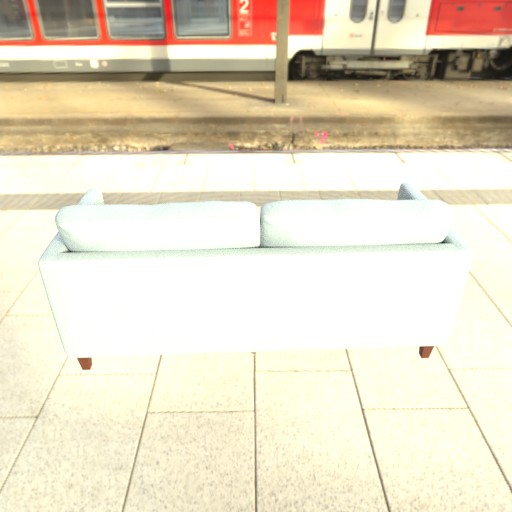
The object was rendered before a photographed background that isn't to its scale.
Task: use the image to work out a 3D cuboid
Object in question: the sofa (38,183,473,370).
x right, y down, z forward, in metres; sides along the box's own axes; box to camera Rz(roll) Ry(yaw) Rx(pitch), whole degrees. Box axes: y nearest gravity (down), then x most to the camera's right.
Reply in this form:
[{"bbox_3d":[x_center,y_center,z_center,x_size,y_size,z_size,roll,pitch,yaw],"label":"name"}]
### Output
[{"bbox_3d":[0.000,0.000,2.732,2.208,0.965,0.951,-1,32,-2],"label":"sofa"}]
